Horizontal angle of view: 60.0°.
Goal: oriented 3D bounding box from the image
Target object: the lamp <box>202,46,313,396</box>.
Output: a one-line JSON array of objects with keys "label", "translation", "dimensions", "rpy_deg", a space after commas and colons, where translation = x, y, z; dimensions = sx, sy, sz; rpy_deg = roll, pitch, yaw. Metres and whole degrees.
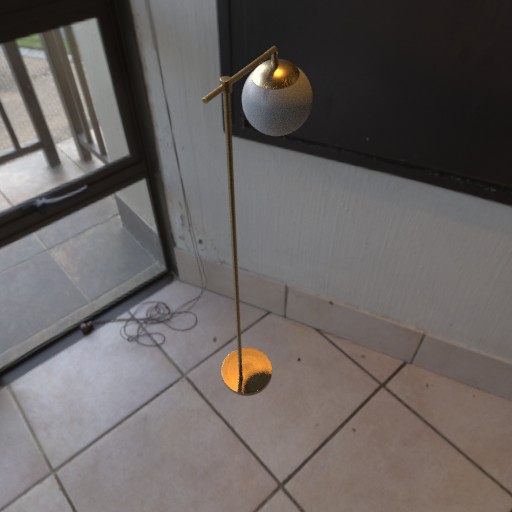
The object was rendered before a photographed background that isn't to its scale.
[{"label": "lamp", "translation": [0.000, 0.000, 1.699], "dimensions": [0.249, 1.505, 0.476], "rpy_deg": [23, 51, 20]}]
